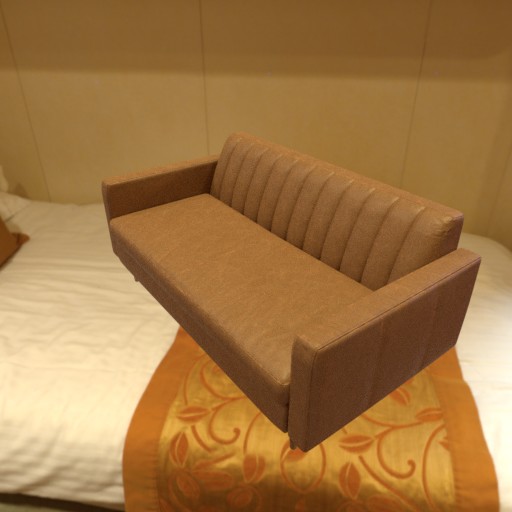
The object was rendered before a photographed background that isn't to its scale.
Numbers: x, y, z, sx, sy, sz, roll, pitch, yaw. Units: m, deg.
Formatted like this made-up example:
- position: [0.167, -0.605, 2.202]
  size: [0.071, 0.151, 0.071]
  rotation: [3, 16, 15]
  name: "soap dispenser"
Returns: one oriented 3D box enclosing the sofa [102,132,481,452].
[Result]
- position: [0.000, 0.000, 2.319]
  size: [0.993, 0.821, 1.847]
  rotation: [-21, 36, -31]
  name: "sofa"
